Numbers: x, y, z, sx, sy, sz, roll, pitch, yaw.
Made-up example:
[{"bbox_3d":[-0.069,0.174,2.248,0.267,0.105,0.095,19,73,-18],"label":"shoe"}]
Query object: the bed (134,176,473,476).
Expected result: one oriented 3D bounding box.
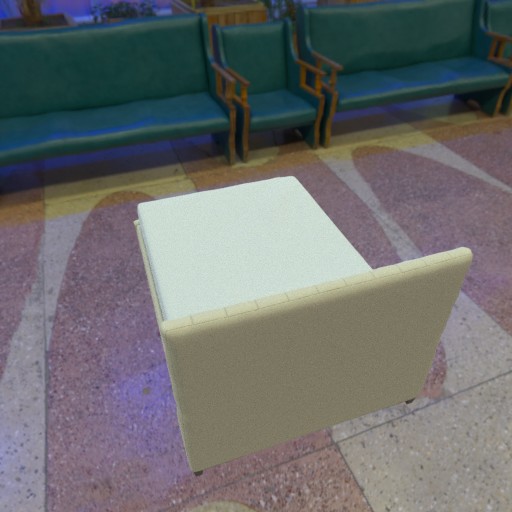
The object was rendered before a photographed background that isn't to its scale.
[{"bbox_3d":[0.000,0.000,3.452,1.698,1.427,2.387,-13,42,-15],"label":"bed"}]
